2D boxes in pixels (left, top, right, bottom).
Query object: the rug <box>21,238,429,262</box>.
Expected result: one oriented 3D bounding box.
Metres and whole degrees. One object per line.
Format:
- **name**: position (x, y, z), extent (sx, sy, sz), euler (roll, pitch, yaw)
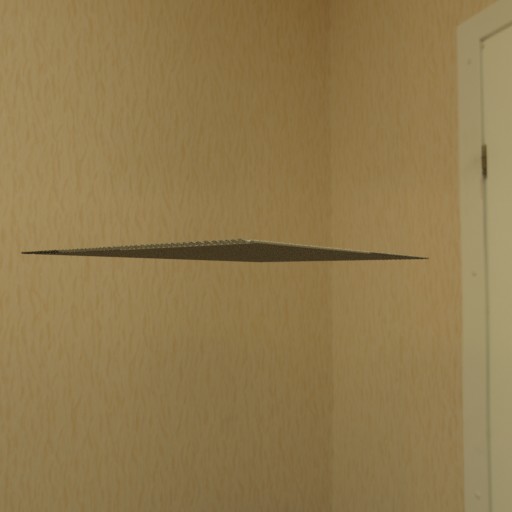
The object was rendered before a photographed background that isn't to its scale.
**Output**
- **rug**: position (0.000, 0.000, 2.956), extent (1.600, 0.013, 2.312), euler (-2, -3, 37)
